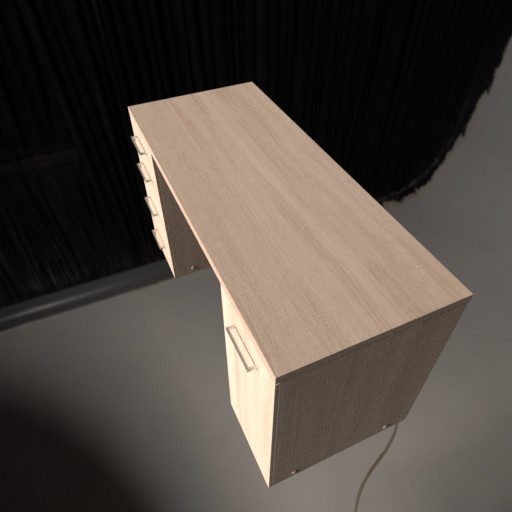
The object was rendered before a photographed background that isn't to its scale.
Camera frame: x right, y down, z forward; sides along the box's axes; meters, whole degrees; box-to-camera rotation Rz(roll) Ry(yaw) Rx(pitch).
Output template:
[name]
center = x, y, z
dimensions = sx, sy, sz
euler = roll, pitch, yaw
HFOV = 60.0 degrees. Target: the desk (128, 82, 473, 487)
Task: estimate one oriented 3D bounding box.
[desk]
center = 0.000, 0.000, 1.761
dimensions = 0.600, 0.740, 1.390
euler = -18, 48, -17
